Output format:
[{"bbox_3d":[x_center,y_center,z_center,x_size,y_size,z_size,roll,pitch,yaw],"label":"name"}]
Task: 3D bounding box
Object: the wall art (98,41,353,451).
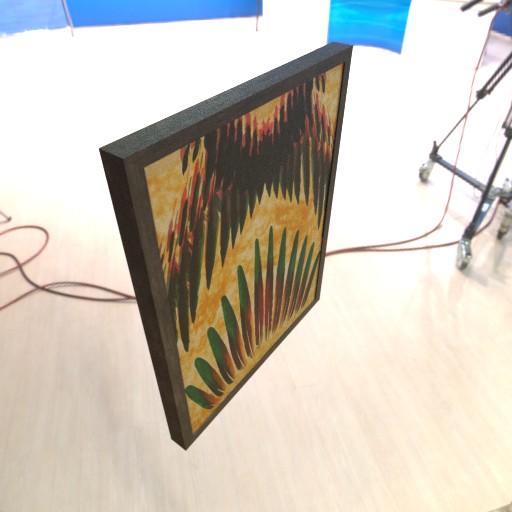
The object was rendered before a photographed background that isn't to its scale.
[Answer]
[{"bbox_3d":[0.000,0.000,0.531,0.027,0.406,0.329,26,47,27],"label":"wall art"}]
